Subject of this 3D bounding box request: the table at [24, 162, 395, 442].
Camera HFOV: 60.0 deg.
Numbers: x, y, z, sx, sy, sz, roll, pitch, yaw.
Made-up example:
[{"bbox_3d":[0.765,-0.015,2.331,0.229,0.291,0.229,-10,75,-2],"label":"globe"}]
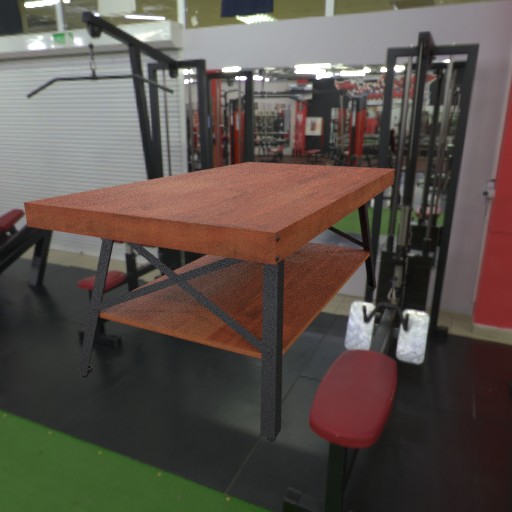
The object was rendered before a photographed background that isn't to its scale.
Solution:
[{"bbox_3d":[0.000,0.000,1.366,0.610,0.457,1.067,8,19,25],"label":"table"}]
